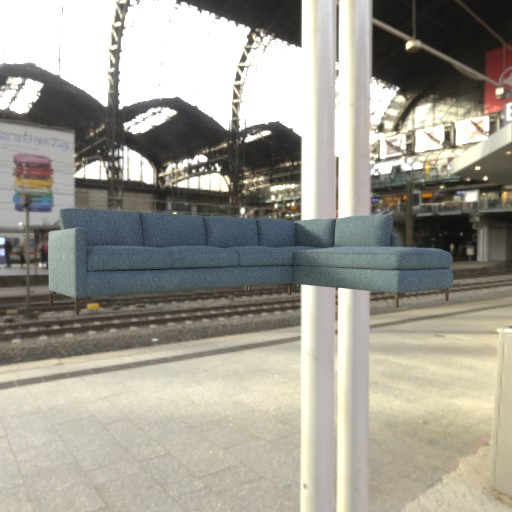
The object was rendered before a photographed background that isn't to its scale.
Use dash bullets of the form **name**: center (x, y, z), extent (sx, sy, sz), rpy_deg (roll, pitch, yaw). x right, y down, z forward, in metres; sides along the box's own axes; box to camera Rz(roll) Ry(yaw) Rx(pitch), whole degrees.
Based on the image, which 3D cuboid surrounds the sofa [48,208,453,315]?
- **sofa**: center (0.000, 0.000, 3.836), extent (2.949, 0.815, 2.007), rpy_deg (-1, 1, -38)
